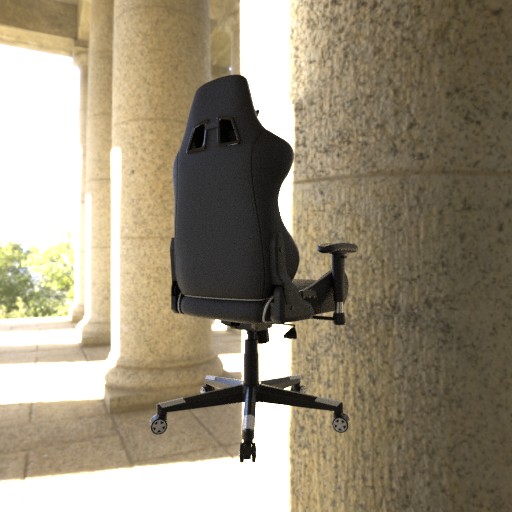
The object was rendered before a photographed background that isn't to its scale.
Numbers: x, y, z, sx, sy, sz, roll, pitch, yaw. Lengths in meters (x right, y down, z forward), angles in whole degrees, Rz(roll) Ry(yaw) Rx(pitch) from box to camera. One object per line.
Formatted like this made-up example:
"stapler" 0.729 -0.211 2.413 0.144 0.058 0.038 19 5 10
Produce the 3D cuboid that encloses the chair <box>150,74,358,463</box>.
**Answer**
"chair" 0.000 0.000 1.701 0.700 1.240 0.700 0 -1 36
